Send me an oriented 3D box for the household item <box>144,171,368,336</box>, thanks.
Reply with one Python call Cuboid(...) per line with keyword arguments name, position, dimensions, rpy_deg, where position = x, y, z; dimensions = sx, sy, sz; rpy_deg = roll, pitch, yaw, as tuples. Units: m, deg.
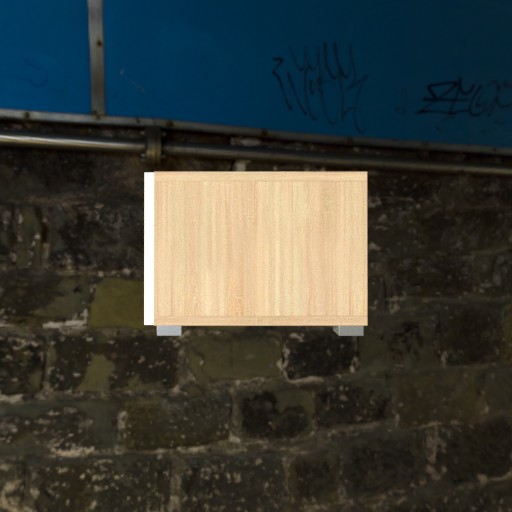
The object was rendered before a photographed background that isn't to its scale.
Cuboid(name="household item", position=(0.000, 0.000, 1.533), dimensions=(0.420, 0.310, 1.400), rpy_deg=(0, 0, 0))
